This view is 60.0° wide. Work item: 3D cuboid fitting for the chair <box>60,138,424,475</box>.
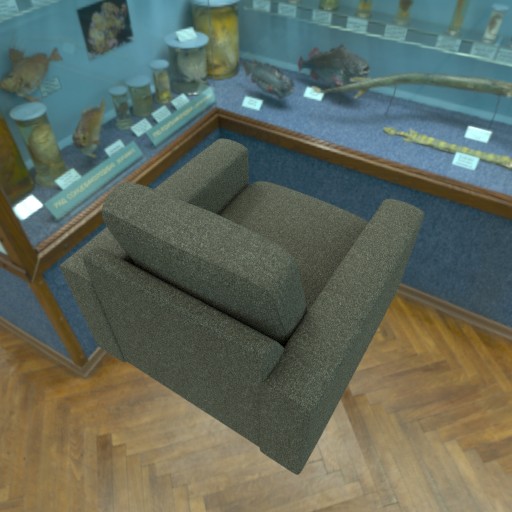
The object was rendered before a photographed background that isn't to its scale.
[{"bbox_3d":[0.000,0.000,1.745,1.005,0.873,1.016,25,52,21],"label":"chair"}]
